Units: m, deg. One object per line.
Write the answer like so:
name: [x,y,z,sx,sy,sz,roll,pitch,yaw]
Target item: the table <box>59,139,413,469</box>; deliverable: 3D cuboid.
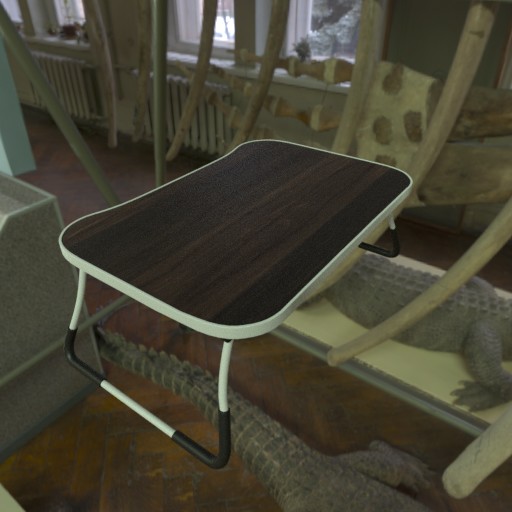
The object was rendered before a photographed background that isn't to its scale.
table: [0.000,0.000,0.849,0.400,0.232,0.660,22,39,29]
